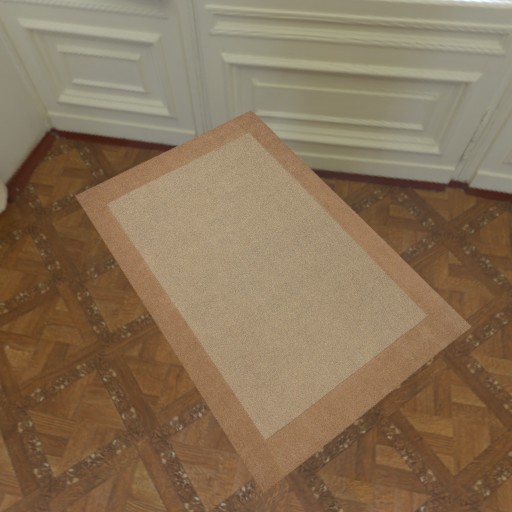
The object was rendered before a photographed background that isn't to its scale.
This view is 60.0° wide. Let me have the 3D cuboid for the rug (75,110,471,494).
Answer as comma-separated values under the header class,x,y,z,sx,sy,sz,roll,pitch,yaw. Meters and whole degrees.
class,x,y,z,sx,sy,sz,roll,pitch,yaw
rug,0.000,0.000,2.312,1.219,0.014,1.829,-31,64,-17
